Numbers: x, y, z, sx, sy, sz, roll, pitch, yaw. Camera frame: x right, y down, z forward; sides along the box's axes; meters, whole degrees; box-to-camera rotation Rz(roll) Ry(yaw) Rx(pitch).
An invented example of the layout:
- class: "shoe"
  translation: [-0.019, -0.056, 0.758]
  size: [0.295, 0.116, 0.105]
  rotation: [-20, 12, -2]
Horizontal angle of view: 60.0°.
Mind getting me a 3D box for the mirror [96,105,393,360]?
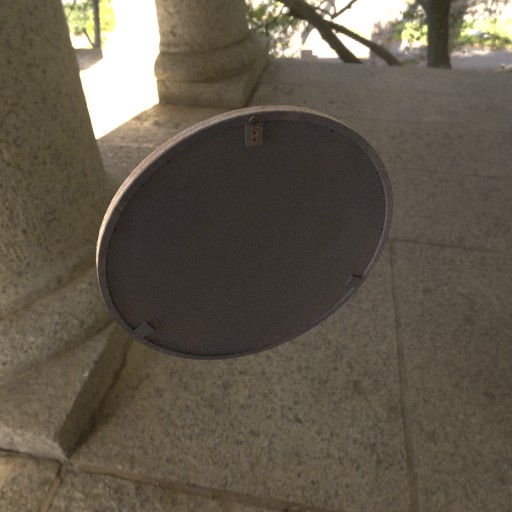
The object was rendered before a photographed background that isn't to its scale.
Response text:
- class: "mirror"
  translation: [0.000, 0.000, 1.050]
  size: [0.710, 0.710, 0.038]
  rotation: [-13, 42, -14]
